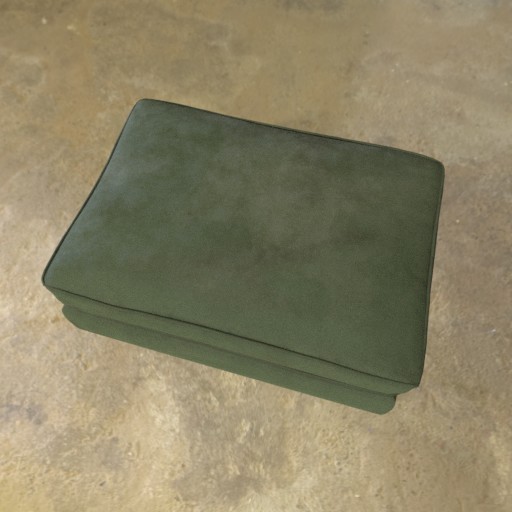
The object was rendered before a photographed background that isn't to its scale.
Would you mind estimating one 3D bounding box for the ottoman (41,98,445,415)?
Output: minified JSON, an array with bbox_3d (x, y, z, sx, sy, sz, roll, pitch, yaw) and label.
[{"bbox_3d":[0.000,0.000,1.235,0.864,0.495,0.632,14,64,7],"label":"ottoman"}]
